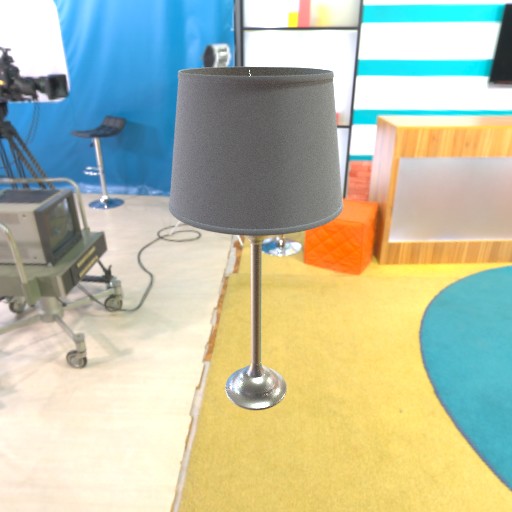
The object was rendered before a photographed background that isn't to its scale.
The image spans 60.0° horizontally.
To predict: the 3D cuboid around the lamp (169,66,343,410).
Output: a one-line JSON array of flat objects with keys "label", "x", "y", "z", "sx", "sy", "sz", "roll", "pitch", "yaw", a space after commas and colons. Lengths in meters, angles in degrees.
[{"label": "lamp", "x": 0.000, "y": 0.000, "z": 0.904, "sx": 0.331, "sy": 0.698, "sz": 0.331, "roll": 0, "pitch": 26, "yaw": 0}]
